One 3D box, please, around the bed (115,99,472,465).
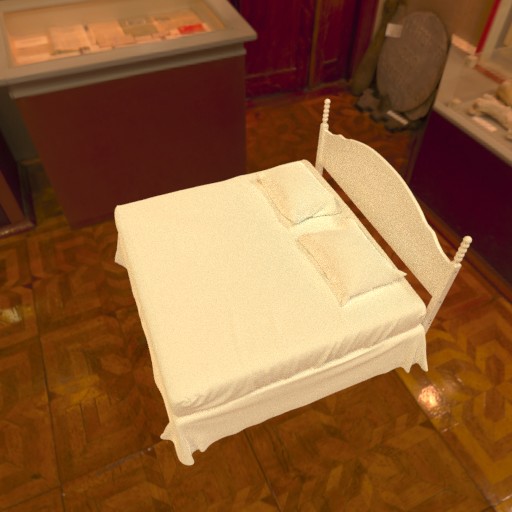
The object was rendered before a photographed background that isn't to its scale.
[{"bbox_3d":[0.000,0.000,3.595,2.219,1.355,2.322,-17,50,-15],"label":"bed"}]
